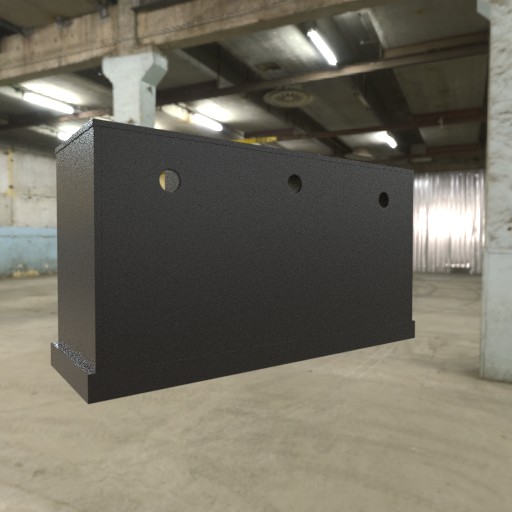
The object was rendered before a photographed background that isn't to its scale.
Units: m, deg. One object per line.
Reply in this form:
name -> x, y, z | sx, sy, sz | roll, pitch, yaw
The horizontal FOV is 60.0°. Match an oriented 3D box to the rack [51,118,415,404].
rack -> 0.000, 0.000, 1.492 | 1.206, 0.635, 0.399 | -1, 2, -36
